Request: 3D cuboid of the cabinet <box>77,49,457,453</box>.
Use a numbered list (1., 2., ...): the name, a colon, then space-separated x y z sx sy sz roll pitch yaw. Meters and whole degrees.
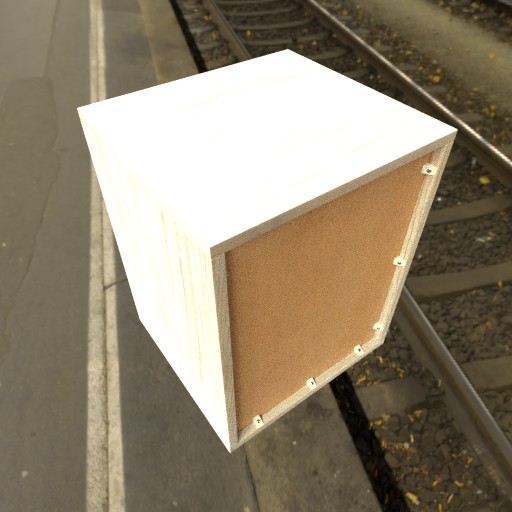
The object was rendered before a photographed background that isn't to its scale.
1. cabinet: 0.000 0.000 0.854 0.409 0.579 0.401 -27 51 -25
